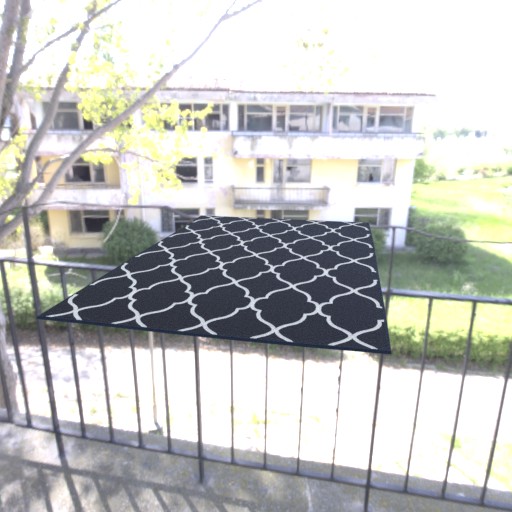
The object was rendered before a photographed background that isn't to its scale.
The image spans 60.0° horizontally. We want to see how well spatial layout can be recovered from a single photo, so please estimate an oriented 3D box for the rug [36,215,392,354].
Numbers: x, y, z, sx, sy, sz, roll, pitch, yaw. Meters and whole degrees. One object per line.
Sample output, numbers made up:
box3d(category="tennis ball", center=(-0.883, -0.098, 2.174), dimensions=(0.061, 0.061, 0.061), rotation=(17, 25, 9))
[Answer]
box3d(category="rug", center=(0.000, 0.000, 2.876), dimensions=(1.526, 0.014, 2.290), rotation=(3, 17, 11))
